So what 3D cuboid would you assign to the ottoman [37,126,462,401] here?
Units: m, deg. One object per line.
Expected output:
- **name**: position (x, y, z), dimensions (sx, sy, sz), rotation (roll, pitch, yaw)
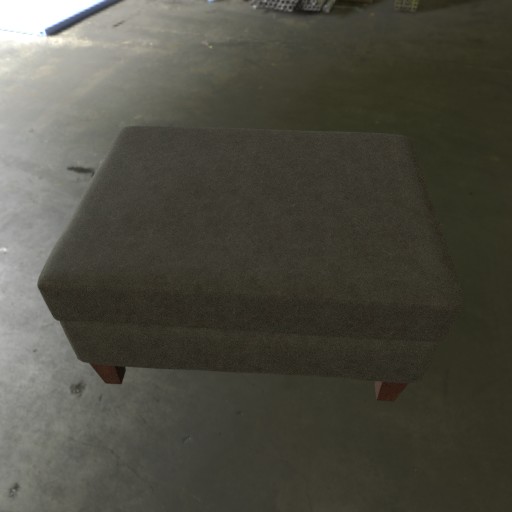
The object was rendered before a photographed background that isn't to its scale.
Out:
- **ottoman**: position (0.000, 0.000, 1.203), dimensions (0.839, 0.464, 0.639), rotation (3, 46, 3)
